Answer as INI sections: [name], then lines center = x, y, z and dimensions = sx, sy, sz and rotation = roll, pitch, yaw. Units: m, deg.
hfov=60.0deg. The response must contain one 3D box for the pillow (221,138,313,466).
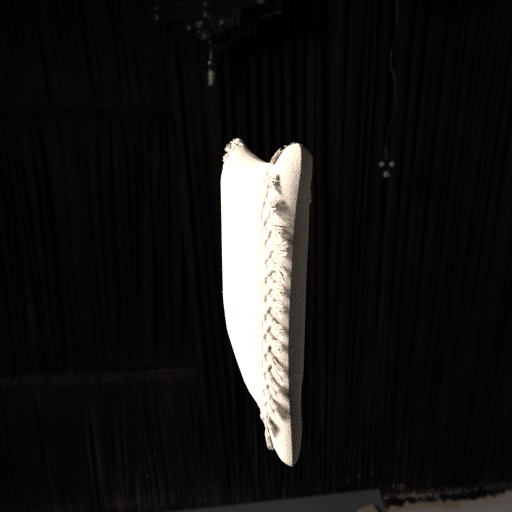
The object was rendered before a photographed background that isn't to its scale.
[pillow]
center = 0.000, 0.000, 0.597
dimensions = 0.084, 0.305, 0.466
rotation = -2, 16, -8
